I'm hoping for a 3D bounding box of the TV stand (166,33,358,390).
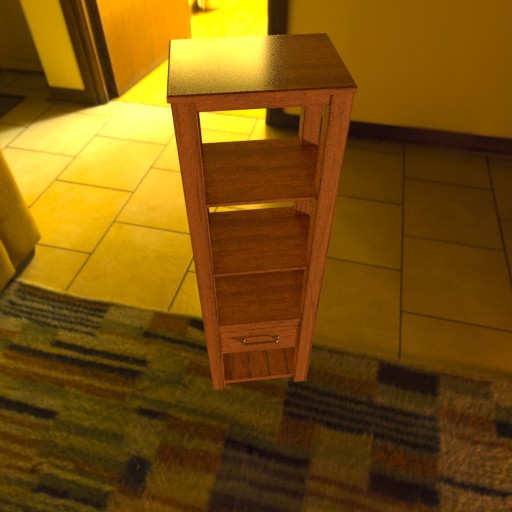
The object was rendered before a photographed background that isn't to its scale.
[{"bbox_3d":[0.000,0.000,2.095,0.565,1.828,0.435,-5,47,-4],"label":"TV stand"}]
